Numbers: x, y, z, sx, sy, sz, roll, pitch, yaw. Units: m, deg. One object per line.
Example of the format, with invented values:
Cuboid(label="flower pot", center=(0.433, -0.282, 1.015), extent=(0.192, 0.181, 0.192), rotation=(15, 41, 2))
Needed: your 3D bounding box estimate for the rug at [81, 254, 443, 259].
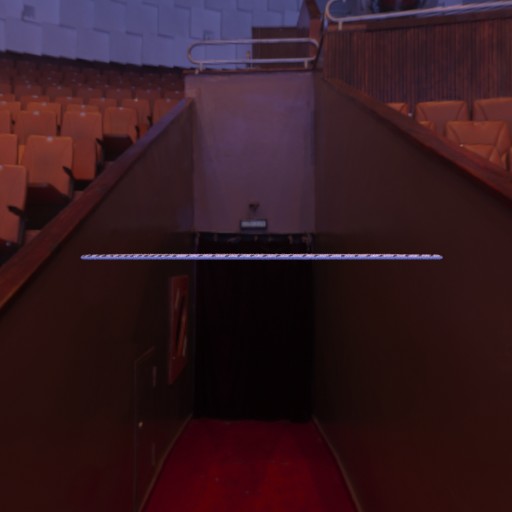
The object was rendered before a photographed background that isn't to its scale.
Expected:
Cuboid(label="rug", center=(0.000, 0.000, 3.068), extent=(1.539, 0.023, 2.406), rotation=(0, 0, -2))
